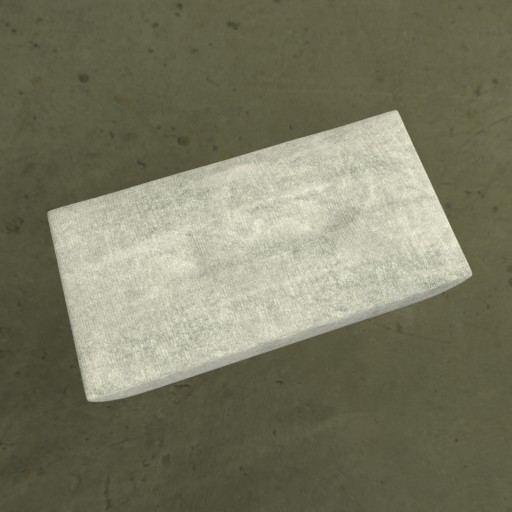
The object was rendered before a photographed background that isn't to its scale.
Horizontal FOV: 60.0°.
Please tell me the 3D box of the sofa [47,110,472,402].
[{"bbox_3d":[0.000,0.000,1.161,0.930,0.330,0.480,-17,76,-5],"label":"sofa"}]
